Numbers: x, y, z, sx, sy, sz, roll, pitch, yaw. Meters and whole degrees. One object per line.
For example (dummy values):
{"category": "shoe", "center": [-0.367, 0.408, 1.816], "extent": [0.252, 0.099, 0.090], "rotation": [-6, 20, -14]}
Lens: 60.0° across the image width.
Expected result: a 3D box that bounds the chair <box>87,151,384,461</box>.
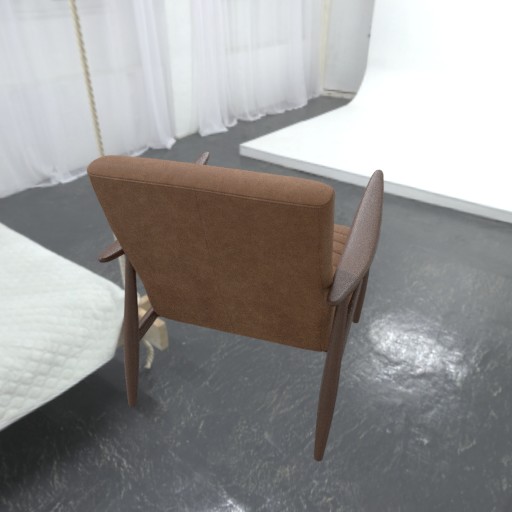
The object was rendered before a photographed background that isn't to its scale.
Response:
{"category": "chair", "center": [0.000, 0.000, 1.432], "extent": [0.741, 0.832, 0.798], "rotation": [10, 32, 15]}
